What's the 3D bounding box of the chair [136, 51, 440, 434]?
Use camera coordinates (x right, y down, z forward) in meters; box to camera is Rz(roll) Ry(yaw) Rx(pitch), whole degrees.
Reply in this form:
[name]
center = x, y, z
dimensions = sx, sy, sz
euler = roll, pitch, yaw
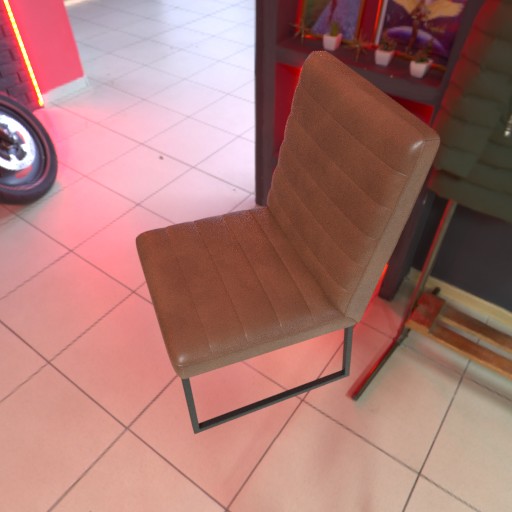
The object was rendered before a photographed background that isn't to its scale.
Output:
[chair]
center = 0.000, 0.000, 1.291
dimensions = 0.634, 0.930, 0.520
euler = -16, 47, -15
